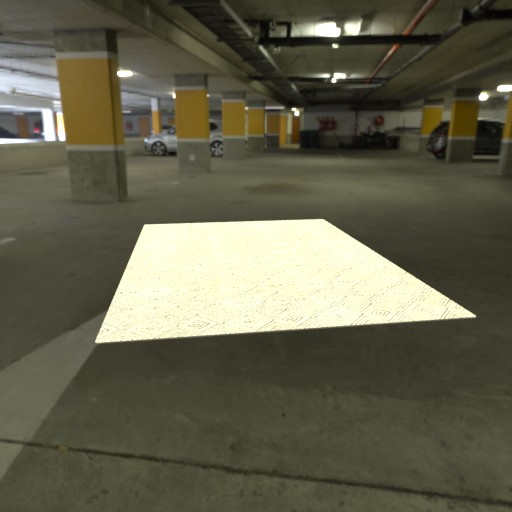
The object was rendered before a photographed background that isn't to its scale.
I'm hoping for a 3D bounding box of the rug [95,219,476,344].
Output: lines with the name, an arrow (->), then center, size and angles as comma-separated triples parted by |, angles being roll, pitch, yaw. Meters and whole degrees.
rug -> 0.000, 0.000, 2.869 | 1.593, 0.008, 2.238 | -2, 16, -9
